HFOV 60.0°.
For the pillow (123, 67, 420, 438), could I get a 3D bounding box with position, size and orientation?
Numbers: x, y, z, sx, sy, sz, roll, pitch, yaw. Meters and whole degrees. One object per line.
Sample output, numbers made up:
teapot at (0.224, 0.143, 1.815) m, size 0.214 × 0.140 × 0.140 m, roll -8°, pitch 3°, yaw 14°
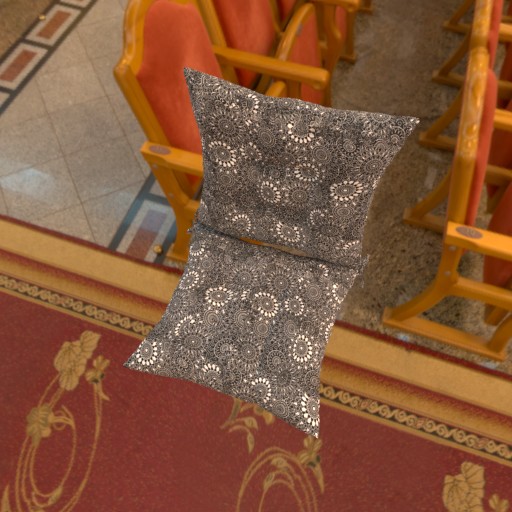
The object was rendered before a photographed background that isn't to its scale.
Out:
pillow at (0.000, 0.000, 1.013) m, size 0.541 × 0.536 × 0.585 m, roll 17°, pitch 61°, yaw 10°
